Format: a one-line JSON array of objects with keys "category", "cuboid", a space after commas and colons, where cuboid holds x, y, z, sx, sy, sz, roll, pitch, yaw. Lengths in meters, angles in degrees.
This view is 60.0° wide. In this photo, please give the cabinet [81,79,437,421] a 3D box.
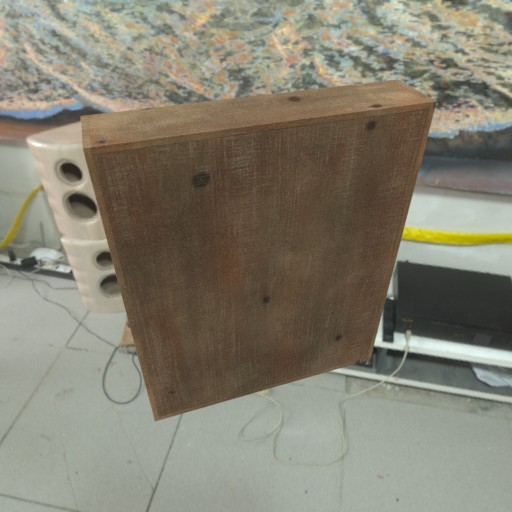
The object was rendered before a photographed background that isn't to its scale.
[{"category": "cabinet", "cuboid": [0.000, 0.000, 0.831, 0.489, 0.590, 0.184, -12, 41, -14]}]
